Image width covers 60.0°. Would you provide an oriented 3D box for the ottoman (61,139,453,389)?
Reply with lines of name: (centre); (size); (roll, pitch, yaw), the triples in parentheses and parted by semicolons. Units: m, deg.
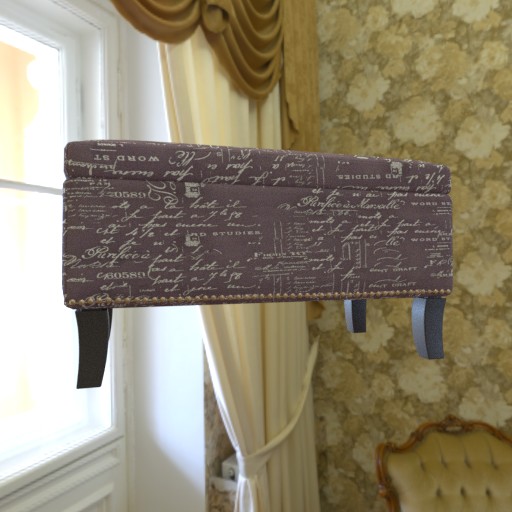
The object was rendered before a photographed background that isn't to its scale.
ottoman: (0.000, 0.000, 1.055); (0.813, 0.457, 0.406); (0, 1, -17)
